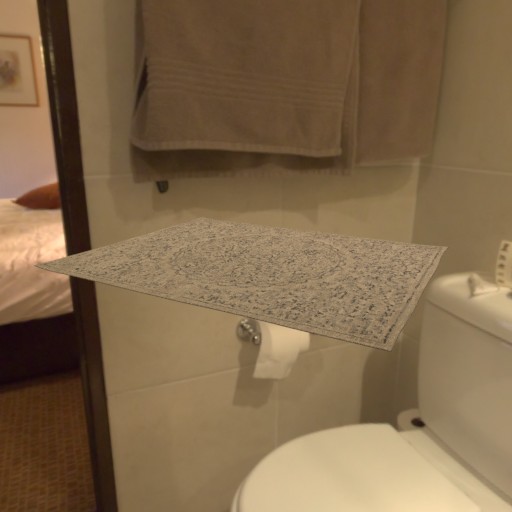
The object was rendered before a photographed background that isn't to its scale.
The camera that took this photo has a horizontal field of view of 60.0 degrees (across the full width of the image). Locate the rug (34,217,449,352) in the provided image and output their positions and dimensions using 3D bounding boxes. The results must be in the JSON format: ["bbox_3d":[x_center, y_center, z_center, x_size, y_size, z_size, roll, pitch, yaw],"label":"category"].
[{"bbox_3d":[0.000,0.000,3.957,2.925,0.026,2.343,9,18,28],"label":"rug"}]
